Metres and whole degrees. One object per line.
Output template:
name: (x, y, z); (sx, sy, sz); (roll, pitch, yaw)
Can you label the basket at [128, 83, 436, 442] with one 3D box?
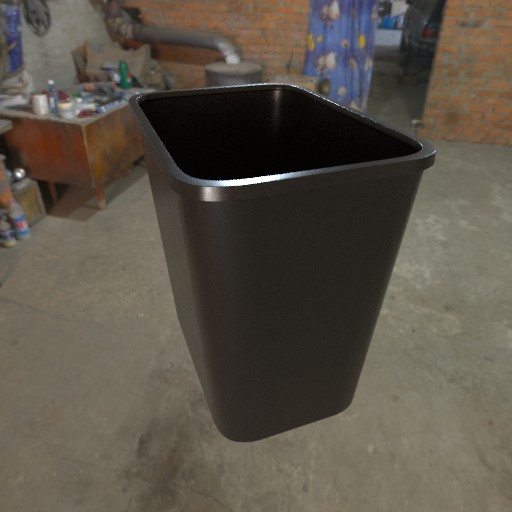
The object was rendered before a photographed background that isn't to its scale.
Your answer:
basket: (0.000, 0.000, 0.498); (0.211, 0.307, 0.300); (-11, 34, -17)
